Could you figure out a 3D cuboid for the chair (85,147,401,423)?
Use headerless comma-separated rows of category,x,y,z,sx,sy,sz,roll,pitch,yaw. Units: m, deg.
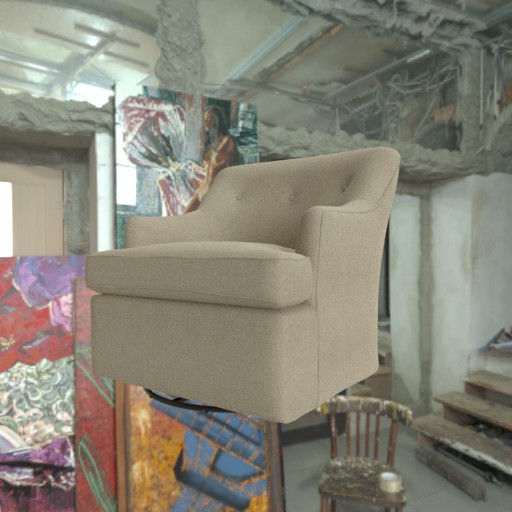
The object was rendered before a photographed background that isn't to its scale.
chair,0.000,0.000,1.615,0.864,0.856,0.923,1,1,34
